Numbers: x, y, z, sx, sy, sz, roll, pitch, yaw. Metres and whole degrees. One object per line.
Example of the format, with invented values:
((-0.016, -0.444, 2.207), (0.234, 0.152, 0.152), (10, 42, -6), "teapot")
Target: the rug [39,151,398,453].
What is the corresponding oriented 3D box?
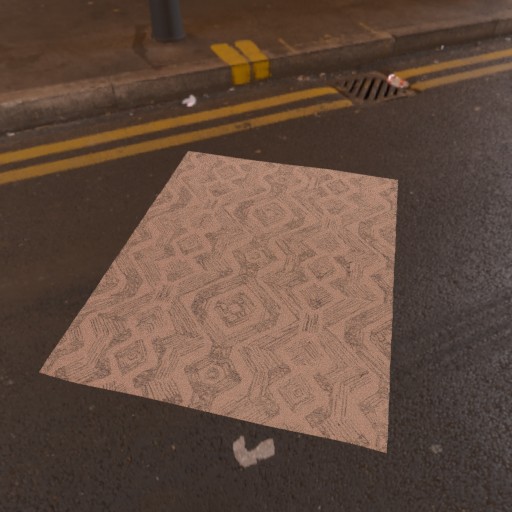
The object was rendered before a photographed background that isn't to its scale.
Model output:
((0.000, 0.000, 3.992), (2.430, 0.030, 3.054), (10, 45, 10), "rug")
